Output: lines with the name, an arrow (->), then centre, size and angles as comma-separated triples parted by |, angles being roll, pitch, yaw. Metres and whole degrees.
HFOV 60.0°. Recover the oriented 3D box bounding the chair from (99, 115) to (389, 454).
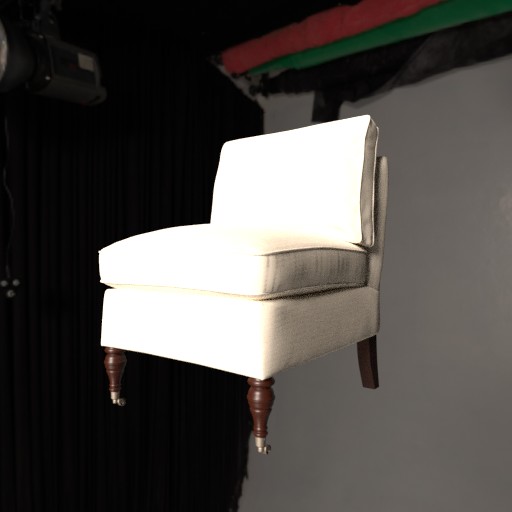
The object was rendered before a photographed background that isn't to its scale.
chair -> 0.000, 0.000, 1.406 | 0.630, 0.887, 0.781 | 1, 1, 37
